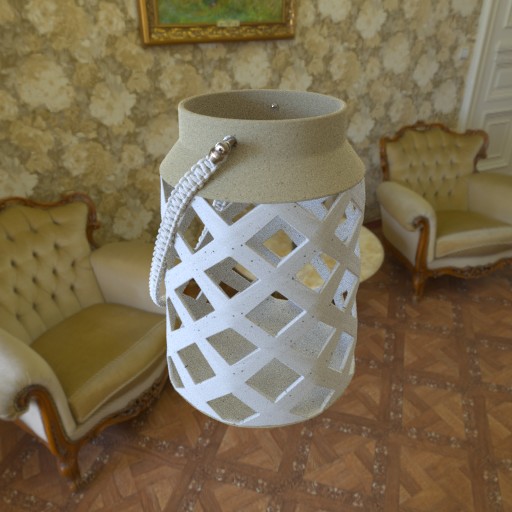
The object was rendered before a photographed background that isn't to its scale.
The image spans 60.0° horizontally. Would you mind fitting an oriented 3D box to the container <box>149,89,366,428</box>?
[{"bbox_3d":[0.000,0.000,0.343,0.172,0.229,0.163,8,30,14],"label":"container"}]
